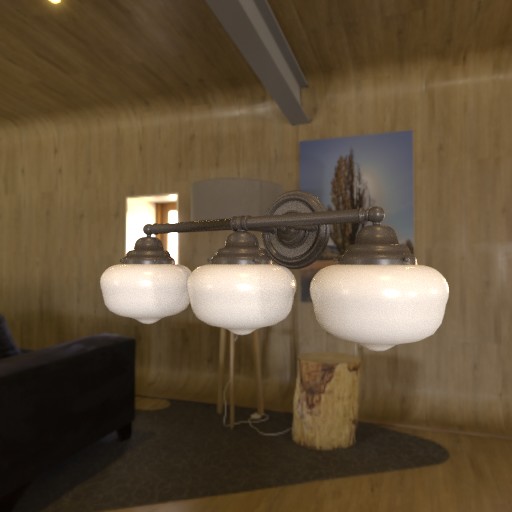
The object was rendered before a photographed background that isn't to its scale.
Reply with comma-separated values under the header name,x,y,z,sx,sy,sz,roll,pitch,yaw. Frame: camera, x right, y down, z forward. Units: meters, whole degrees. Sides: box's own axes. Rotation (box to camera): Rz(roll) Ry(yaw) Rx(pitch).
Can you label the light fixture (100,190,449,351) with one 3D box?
name,x,y,z,sx,sy,sz,roll,pitch,yaw
light fixture,0.000,0.000,0.705,0.587,0.242,0.239,-1,-1,36
